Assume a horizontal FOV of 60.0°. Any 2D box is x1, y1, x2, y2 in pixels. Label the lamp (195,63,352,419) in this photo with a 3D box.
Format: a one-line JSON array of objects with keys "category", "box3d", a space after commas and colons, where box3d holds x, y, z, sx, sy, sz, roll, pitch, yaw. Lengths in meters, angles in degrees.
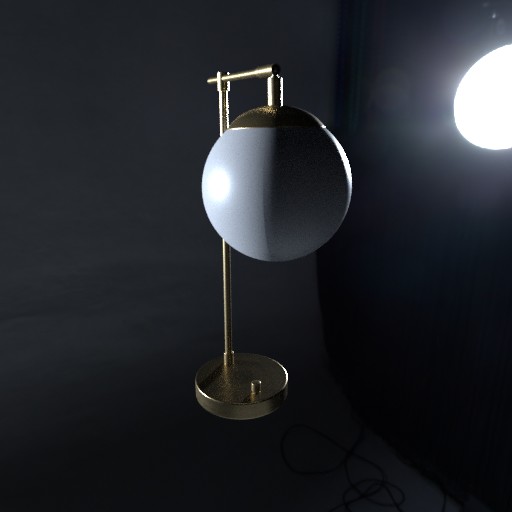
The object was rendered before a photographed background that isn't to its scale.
[{"category": "lamp", "box3d": [0.000, 0.000, 0.704, 0.207, 0.559, 0.324, -9, 19, -27]}]
